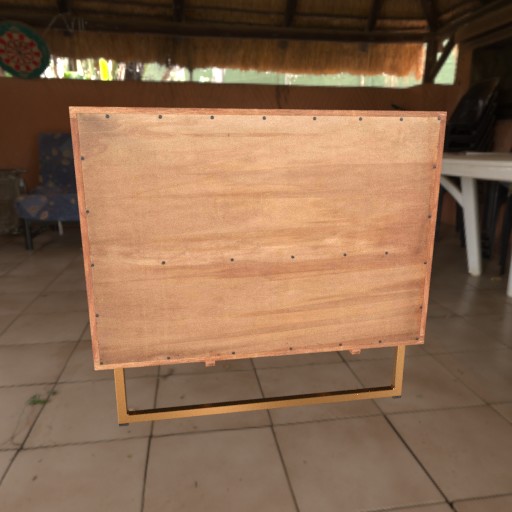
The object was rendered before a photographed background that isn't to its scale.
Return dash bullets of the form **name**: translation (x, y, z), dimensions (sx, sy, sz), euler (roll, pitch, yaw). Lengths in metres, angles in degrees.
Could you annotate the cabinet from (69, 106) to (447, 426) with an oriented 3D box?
- **cabinet**: translation (0.000, 0.000, 1.415), dimensions (0.950, 0.860, 0.451), euler (-2, 14, -10)
